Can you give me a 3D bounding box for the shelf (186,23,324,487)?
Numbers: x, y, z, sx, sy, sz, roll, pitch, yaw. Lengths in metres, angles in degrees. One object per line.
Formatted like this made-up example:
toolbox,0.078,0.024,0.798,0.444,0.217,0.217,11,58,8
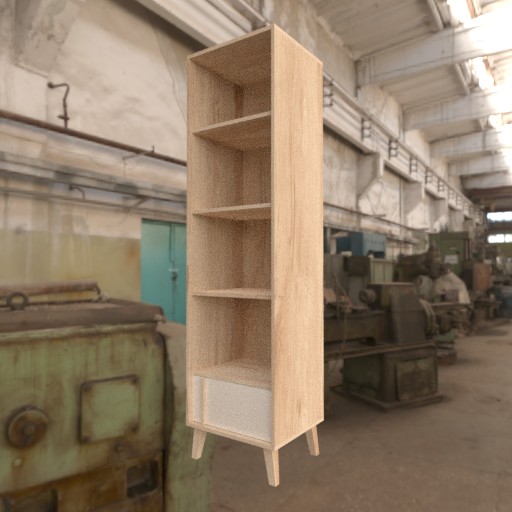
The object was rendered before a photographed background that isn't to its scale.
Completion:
shelf,0.000,0.000,2.191,0.510,1.960,0.450,-1,-1,35
